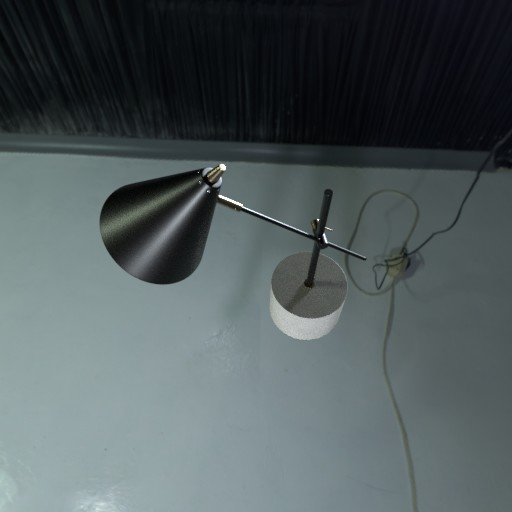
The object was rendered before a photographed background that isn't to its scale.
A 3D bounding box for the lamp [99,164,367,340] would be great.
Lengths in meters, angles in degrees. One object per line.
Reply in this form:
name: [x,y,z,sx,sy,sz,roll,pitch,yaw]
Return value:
lamp: [0.000,0.000,0.726,0.403,0.518,0.214,-1,58,-1]
